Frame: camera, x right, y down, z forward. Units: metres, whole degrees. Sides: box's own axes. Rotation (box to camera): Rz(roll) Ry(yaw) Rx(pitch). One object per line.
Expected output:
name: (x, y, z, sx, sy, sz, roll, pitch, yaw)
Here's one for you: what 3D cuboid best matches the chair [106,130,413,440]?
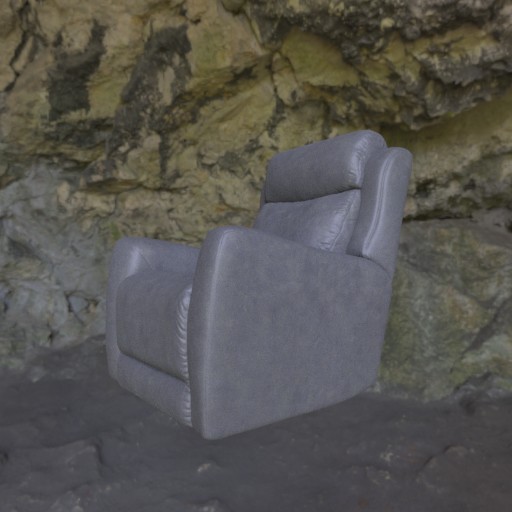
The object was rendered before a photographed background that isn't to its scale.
chair: (0.000, 0.000, 1.946, 1.068, 1.116, 0.967, 0, 0, -36)
